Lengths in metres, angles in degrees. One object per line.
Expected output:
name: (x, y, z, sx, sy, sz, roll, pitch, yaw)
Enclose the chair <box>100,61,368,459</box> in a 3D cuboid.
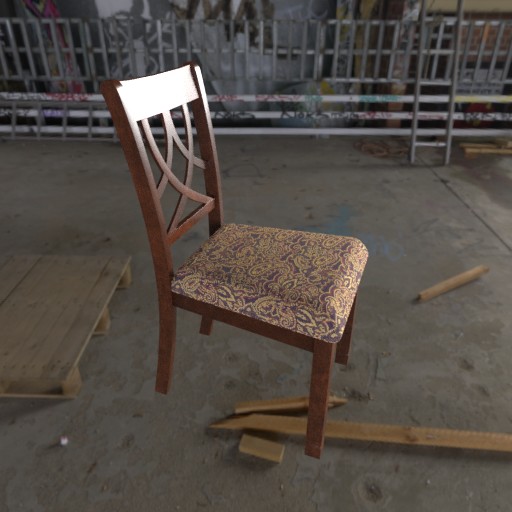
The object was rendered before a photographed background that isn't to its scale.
chair: (0.000, 0.000, 1.265, 0.584, 0.965, 0.457, 11, 32, 18)
